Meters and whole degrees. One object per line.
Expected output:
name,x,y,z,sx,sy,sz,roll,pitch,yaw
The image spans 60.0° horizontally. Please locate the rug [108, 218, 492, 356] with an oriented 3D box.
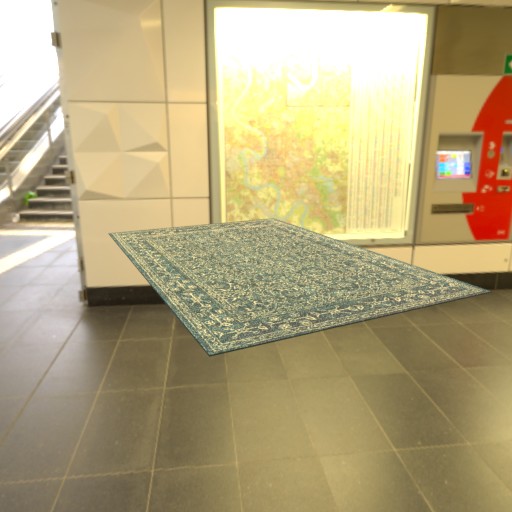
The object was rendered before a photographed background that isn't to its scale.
rug,0.000,0.000,2.298,1.200,0.005,1.819,-7,17,-25
